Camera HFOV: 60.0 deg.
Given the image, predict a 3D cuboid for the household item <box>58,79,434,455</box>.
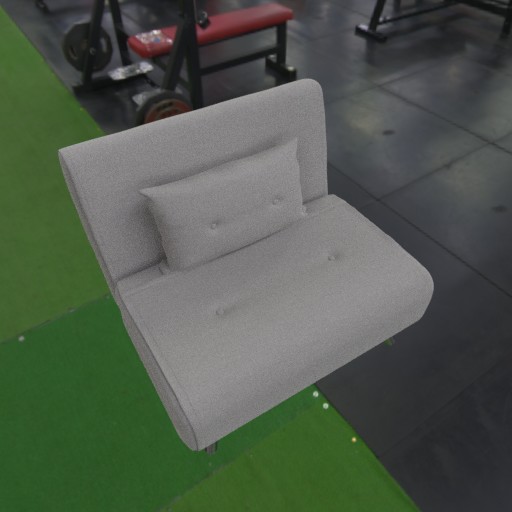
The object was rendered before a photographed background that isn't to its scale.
[{"bbox_3d":[0.000,0.000,1.604,1.000,0.800,0.874,-24,51,-21],"label":"household item"}]
